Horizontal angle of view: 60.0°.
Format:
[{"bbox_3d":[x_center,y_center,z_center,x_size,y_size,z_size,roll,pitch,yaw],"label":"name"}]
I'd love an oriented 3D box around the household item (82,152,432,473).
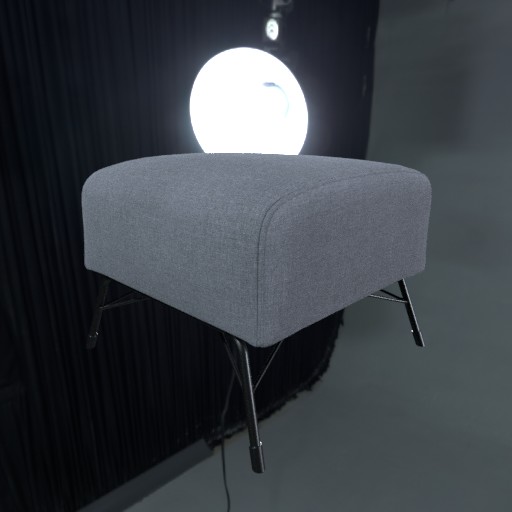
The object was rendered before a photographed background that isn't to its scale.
[{"bbox_3d":[0.000,0.000,0.912,0.530,0.410,0.530,16,23,42],"label":"household item"}]
